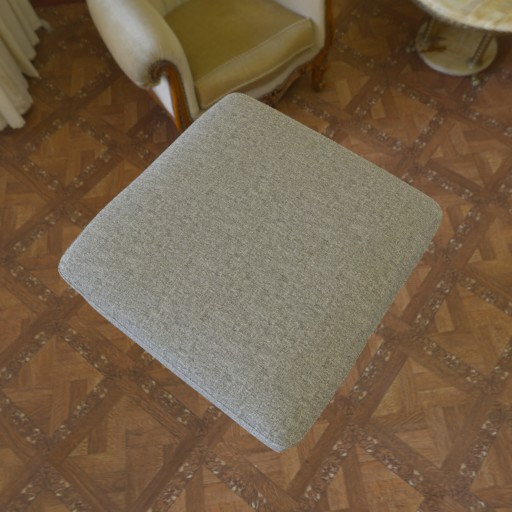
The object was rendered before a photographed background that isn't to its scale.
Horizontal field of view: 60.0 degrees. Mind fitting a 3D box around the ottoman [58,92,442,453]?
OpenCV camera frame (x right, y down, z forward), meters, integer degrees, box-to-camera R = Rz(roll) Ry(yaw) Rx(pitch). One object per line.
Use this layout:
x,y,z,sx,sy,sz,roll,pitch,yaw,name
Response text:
0.000,0.000,1.708,1.035,0.526,1.039,34,69,15,ottoman
